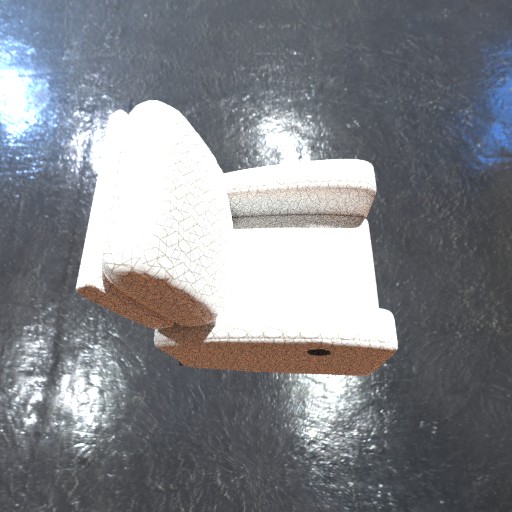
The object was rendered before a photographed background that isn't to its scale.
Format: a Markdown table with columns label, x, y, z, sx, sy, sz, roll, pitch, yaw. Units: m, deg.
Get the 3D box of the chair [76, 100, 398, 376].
| label | x | y | z | sx | sy | sz | roll | pitch | yaw |
| --- | --- | --- | --- | --- | --- | --- | --- | --- | --- |
| chair | 0.000 | 0.000 | 1.737 | 0.995 | 1.064 | 0.796 | 0 | 64 | 0 |
